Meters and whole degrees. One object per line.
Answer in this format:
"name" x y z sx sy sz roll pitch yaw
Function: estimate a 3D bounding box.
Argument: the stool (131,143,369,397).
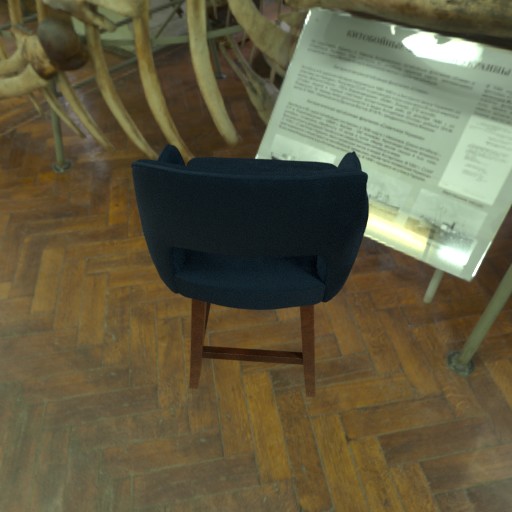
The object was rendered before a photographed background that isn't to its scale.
"stool" 0.000 0.000 1.273 0.550 0.940 0.560 3 46 3
